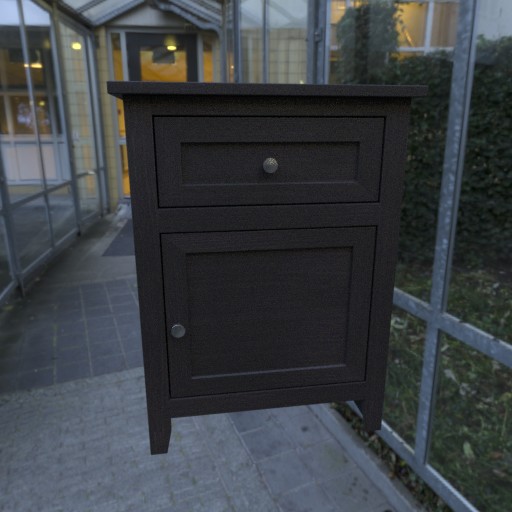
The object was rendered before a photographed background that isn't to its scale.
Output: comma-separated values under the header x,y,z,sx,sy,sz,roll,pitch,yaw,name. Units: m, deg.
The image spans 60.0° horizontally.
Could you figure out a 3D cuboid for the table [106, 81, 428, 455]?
x,y,z,sx,sy,sz,roll,pitch,yaw,name
0.000,0.000,0.918,0.480,0.635,0.381,-3,16,-9,table
